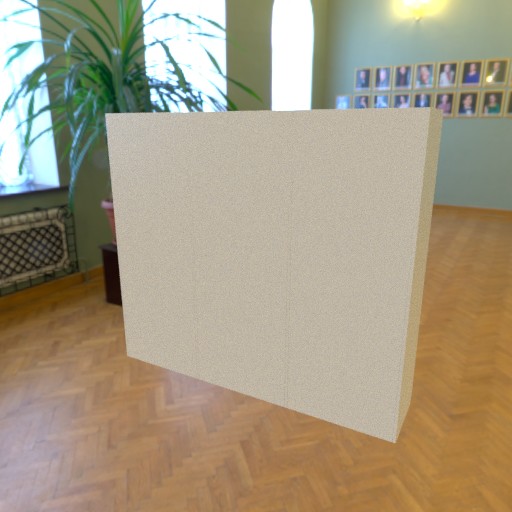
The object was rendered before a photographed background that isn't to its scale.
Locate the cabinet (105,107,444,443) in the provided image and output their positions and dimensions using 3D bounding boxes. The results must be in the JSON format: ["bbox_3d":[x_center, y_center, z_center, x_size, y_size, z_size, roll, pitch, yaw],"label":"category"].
[{"bbox_3d":[0.000,0.000,3.838,2.700,2.370,0.590,9,18,28],"label":"cabinet"}]
